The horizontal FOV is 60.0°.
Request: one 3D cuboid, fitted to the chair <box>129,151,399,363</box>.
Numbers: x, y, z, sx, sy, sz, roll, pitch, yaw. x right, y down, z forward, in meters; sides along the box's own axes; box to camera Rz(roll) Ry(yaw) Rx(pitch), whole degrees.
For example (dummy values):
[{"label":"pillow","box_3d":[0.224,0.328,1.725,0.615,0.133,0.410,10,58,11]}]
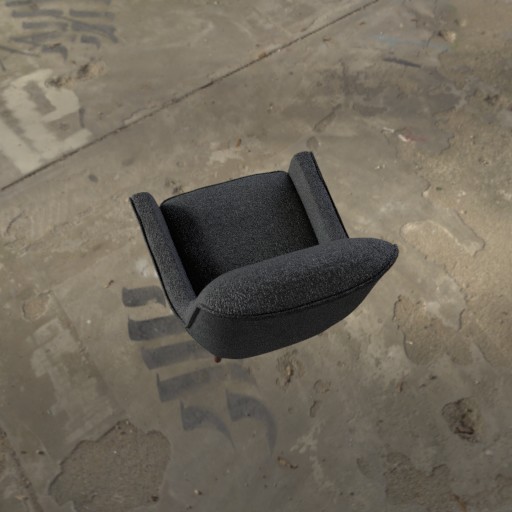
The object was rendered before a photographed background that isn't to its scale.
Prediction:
[{"label":"chair","box_3d":[0.000,0.000,1.582,0.763,0.883,0.859,-16,59,-10]}]
